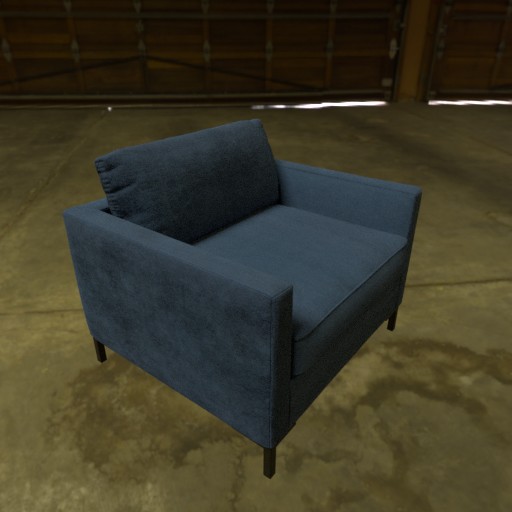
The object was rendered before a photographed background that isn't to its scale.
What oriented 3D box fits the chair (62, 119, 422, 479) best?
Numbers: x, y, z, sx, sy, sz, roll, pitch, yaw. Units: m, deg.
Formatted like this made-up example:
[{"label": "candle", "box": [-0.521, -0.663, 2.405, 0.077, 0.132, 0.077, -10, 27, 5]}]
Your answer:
[{"label": "chair", "box": [0.000, 0.000, 1.608, 0.875, 0.812, 0.964, 20, 33, 33]}]
